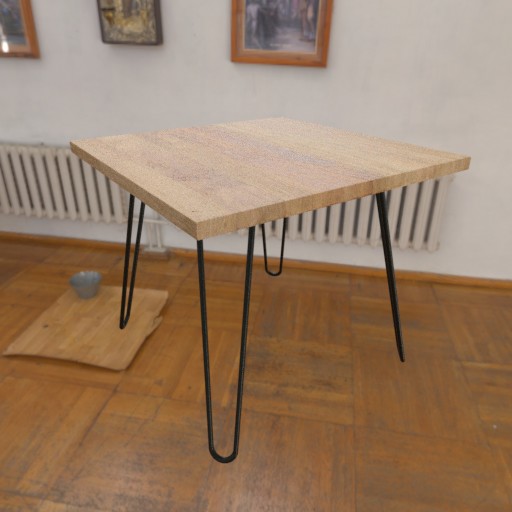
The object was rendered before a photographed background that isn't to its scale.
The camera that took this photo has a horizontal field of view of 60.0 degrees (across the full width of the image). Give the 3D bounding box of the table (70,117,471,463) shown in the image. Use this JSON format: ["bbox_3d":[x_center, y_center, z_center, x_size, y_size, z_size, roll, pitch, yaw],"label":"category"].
[{"bbox_3d":[0.000,0.000,1.032,0.599,0.500,0.599,-17,31,-31],"label":"table"}]
